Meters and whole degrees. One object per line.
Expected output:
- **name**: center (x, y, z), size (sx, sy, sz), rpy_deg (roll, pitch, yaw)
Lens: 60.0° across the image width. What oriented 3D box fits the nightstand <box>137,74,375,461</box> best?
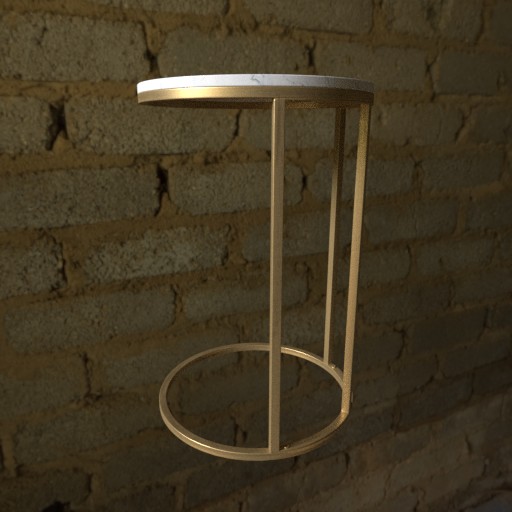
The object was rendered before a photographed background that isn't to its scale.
- **nightstand**: center (0.000, 0.000, 0.855), size (0.400, 0.610, 0.400), rpy_deg (8, 18, 24)
